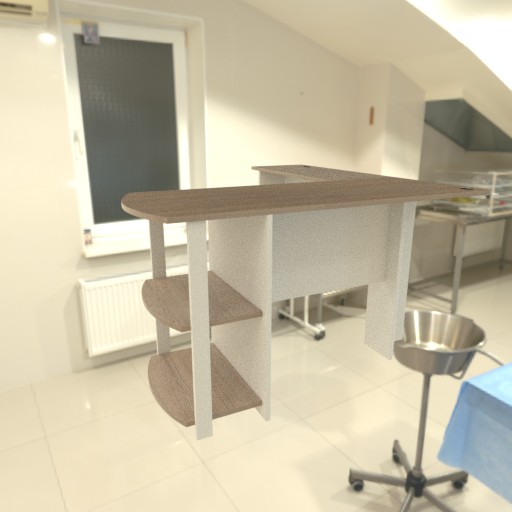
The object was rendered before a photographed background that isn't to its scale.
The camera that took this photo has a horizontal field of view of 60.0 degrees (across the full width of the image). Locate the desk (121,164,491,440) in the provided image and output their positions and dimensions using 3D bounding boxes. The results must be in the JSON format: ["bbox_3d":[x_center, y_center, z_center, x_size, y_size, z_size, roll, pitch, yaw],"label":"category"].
[{"bbox_3d":[0.000,0.000,2.081,1.303,0.716,1.361,-8,18,-25],"label":"desk"}]
